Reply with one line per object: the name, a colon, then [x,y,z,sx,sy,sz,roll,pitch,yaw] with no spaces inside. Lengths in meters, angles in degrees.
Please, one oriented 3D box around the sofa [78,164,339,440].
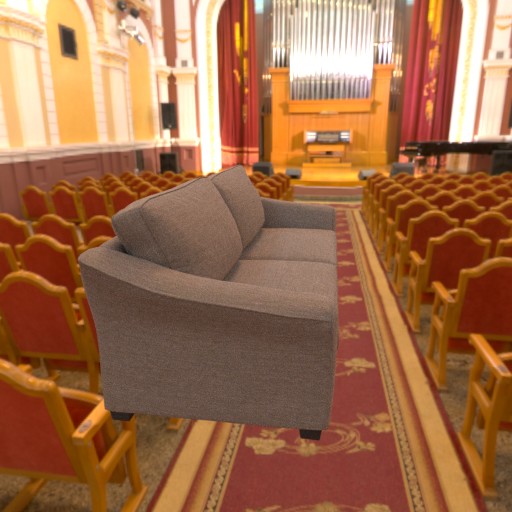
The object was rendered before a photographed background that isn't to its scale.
sofa: [0.000,0.000,2.680,0.980,0.965,2.270,3,16,9]
